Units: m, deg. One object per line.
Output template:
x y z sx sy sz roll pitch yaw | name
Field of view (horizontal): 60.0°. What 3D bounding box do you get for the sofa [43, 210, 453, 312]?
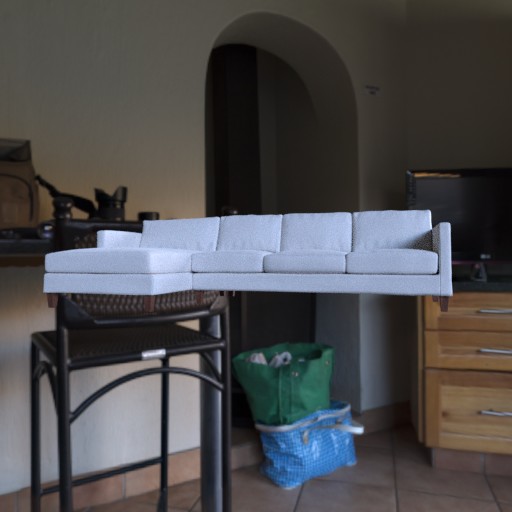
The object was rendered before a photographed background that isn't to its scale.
0.000 0.000 3.934 3.186 0.861 1.625 0 0 18 | sofa
